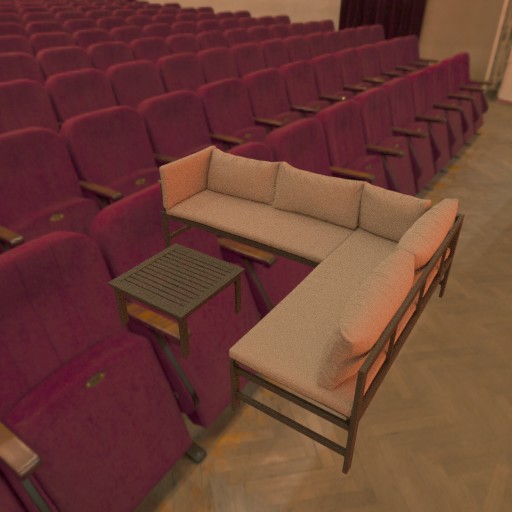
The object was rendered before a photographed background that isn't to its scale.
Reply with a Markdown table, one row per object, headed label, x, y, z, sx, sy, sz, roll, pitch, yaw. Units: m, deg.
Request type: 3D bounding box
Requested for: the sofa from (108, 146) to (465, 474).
| label | x | y | z | sx | sy | sz | roll | pitch | yaw |
| --- | --- | --- | --- | --- | --- | --- | --- | --- | --- |
| sofa | 0.000 | 0.000 | 2.873 | 2.096 | 0.758 | 1.658 | 19 | 36 | 29 |
